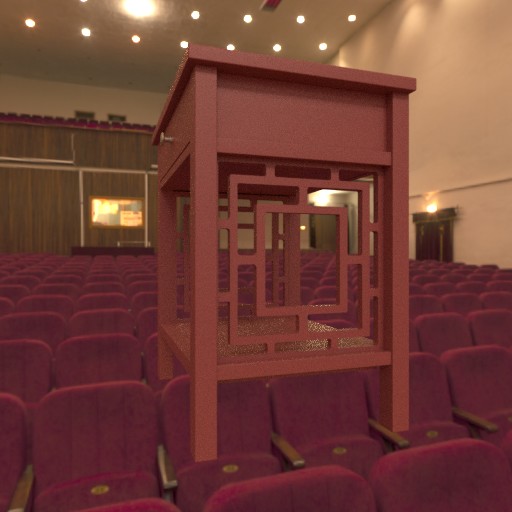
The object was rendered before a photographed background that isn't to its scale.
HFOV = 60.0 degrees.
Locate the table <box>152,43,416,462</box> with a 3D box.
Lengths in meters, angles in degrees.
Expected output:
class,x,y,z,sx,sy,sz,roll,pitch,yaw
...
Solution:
class,x,y,z,sx,sy,sz,roll,pitch,yaw
table,0.000,0.000,1.065,0.451,0.686,0.599,0,0,-19
